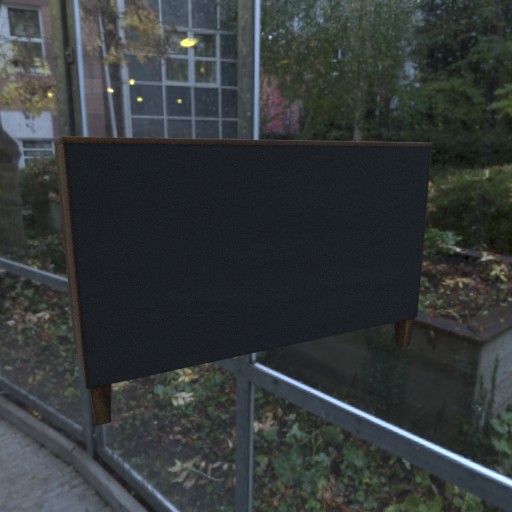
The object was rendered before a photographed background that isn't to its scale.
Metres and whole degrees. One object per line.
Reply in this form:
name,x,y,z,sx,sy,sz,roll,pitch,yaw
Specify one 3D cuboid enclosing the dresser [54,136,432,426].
dresser,0.000,0.000,1.788,1.387,0.892,0.438,-6,14,-26
